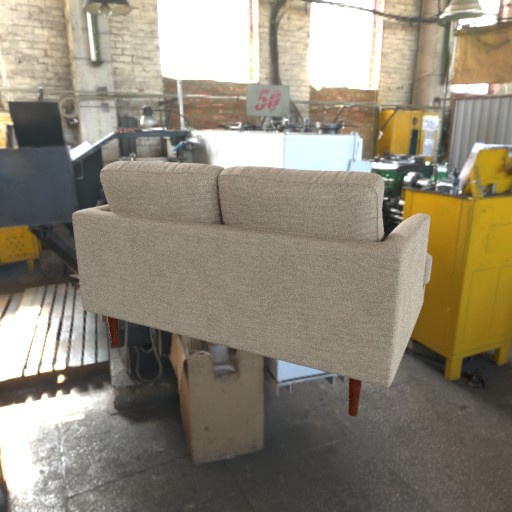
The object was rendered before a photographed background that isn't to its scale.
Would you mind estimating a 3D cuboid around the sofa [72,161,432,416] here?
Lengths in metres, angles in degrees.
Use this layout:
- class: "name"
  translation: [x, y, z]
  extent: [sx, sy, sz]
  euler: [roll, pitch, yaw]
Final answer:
- class: "sofa"
  translation: [0.000, 0.000, 2.229]
  extent: [1.582, 0.944, 0.903]
  euler: [8, 18, 26]
